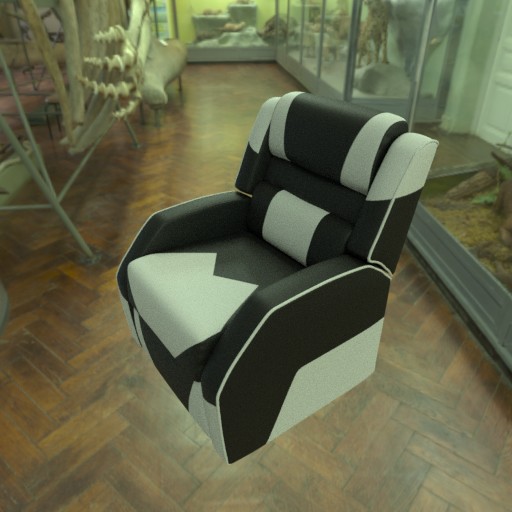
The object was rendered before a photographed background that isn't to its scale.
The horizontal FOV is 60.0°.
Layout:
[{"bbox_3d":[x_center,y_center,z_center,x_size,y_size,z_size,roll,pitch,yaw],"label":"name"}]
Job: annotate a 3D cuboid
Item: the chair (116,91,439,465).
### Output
[{"bbox_3d":[0.000,0.000,1.301,0.672,0.805,0.620,-21,37,-30],"label":"chair"}]
